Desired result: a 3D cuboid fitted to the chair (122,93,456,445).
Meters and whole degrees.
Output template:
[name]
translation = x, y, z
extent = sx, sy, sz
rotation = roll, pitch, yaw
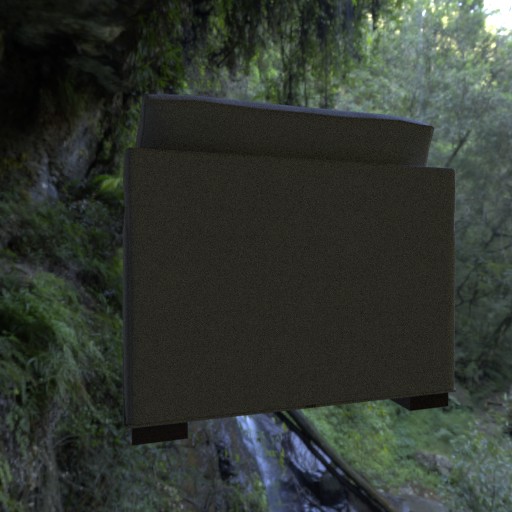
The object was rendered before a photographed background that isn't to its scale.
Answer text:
[chair]
translation = 0.000, 0.000, 1.726
extent = 0.999, 0.934, 1.044
rotation = 0, 1, -17
